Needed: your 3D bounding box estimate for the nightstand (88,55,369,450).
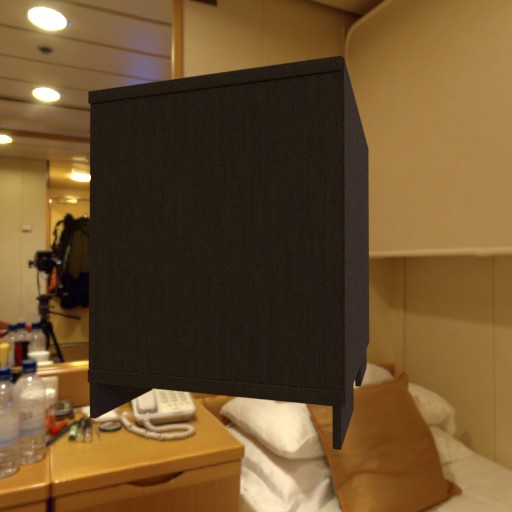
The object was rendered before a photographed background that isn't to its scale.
[{"bbox_3d":[0.000,0.000,0.755,0.347,0.448,0.427,0,-1,18],"label":"nightstand"}]
